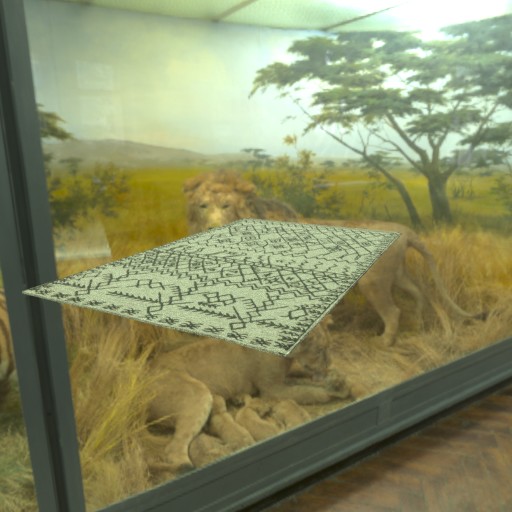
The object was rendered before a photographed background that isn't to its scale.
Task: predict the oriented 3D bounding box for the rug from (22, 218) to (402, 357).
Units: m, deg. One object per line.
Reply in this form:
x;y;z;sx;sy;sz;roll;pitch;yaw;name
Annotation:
0.000;0.000;4.771;2.393;0.019;3.824;8;17;26;rug
